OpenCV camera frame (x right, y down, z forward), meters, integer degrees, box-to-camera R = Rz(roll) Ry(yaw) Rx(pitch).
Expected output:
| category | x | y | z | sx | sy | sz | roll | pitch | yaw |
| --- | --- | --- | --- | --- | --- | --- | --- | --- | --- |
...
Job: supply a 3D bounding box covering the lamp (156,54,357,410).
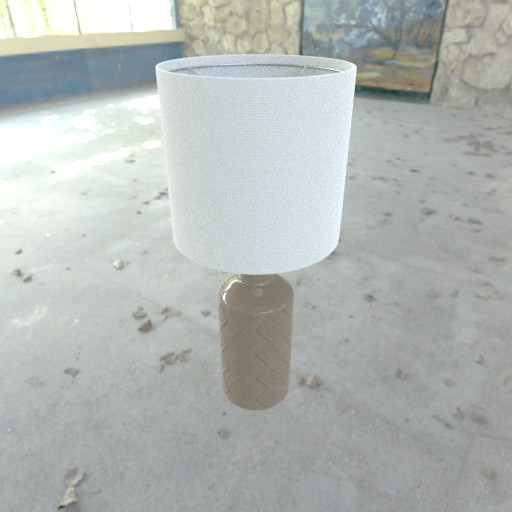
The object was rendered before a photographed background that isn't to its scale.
| category | x | y | z | sx | sy | sz | roll | pitch | yaw |
| --- | --- | --- | --- | --- | --- | --- | --- | --- | --- |
| lamp | 0.000 | 0.000 | 0.576 | 0.207 | 0.461 | 0.207 | 21 | 36 | 32 |
